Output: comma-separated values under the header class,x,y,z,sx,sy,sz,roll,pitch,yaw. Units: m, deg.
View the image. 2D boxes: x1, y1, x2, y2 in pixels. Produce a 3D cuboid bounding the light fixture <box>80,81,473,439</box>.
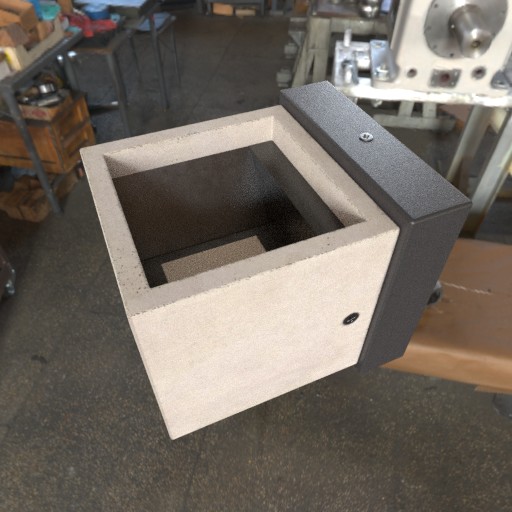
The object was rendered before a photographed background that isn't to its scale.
class,x,y,z,sx,sy,sz,roll,pitch,yaw
light fixture,0.000,0.000,0.243,0.143,0.121,0.121,-18,49,-16
